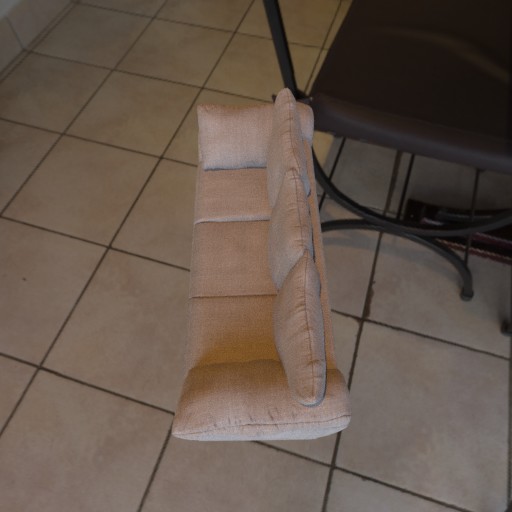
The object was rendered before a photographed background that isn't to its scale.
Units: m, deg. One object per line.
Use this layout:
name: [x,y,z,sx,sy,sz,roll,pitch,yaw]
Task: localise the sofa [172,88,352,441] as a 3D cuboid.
sofa: [0.000,0.000,2.910,0.878,0.996,2.334,-1,58,-1]
